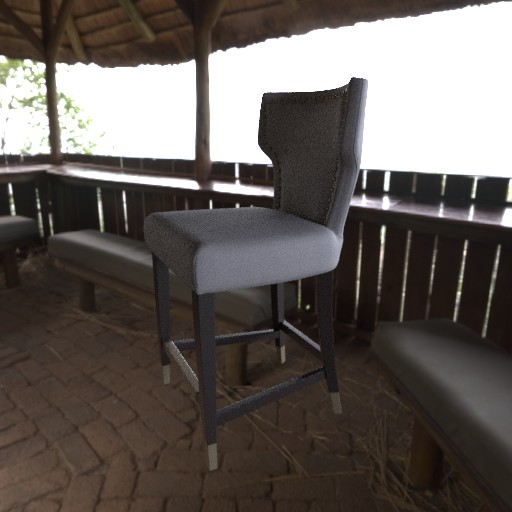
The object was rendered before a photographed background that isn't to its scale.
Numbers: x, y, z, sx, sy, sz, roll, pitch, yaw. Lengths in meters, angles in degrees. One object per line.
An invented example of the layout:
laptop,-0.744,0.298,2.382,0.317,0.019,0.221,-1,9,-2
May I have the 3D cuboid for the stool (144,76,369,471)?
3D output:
stool,0.000,0.000,1.339,0.563,0.982,0.527,-7,17,-25
